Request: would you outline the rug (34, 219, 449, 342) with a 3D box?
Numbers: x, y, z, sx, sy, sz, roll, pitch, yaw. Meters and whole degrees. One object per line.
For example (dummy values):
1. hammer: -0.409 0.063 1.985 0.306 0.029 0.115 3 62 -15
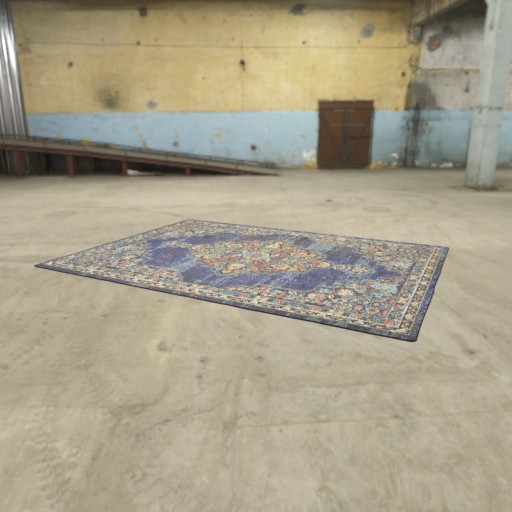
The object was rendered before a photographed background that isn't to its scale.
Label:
1. rug: 0.000 0.000 2.908 2.232 0.009 1.630 8 18 26
